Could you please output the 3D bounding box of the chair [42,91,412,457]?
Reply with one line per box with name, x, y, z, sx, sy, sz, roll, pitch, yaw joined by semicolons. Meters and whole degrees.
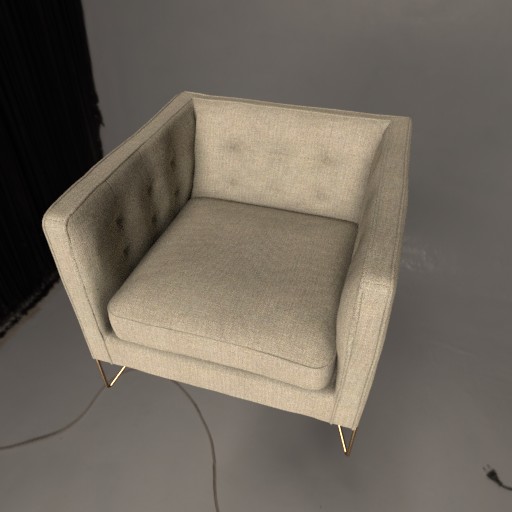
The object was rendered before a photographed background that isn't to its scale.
chair;0.000;0.000;1.594;0.920;0.799;0.912;11;41;13
